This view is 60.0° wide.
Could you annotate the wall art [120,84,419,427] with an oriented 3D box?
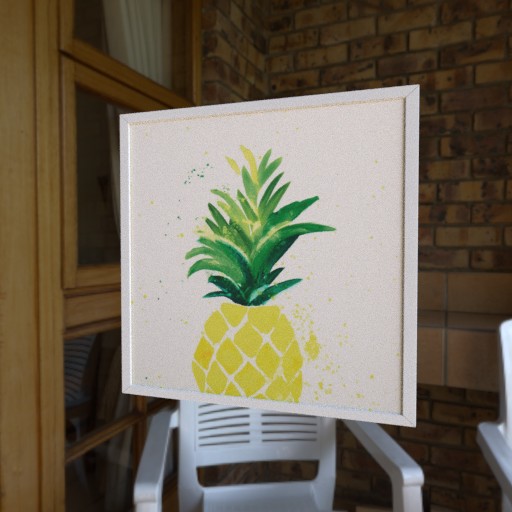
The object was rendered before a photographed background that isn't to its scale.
[{"bbox_3d":[0.000,0.000,1.116,0.763,0.761,0.038,1,2,17],"label":"wall art"}]
